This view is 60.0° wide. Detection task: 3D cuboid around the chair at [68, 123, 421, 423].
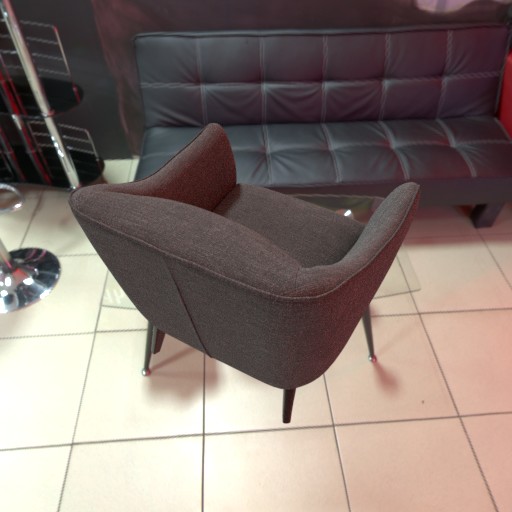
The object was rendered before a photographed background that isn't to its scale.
[{"bbox_3d":[0.000,0.000,1.540,0.870,0.829,0.851,22,50,19],"label":"chair"}]
